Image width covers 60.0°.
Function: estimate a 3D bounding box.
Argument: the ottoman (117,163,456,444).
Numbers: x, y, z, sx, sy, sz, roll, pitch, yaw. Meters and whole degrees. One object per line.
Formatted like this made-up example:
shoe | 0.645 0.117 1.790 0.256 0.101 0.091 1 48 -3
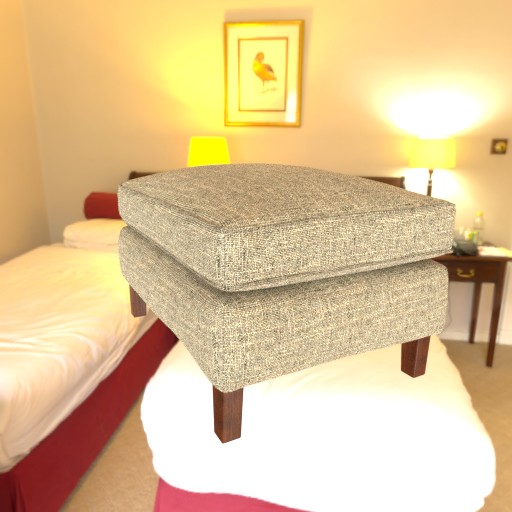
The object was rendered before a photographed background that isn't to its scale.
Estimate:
ottoman | 0.000 0.000 0.998 0.508 0.406 0.686 -8 17 -27
